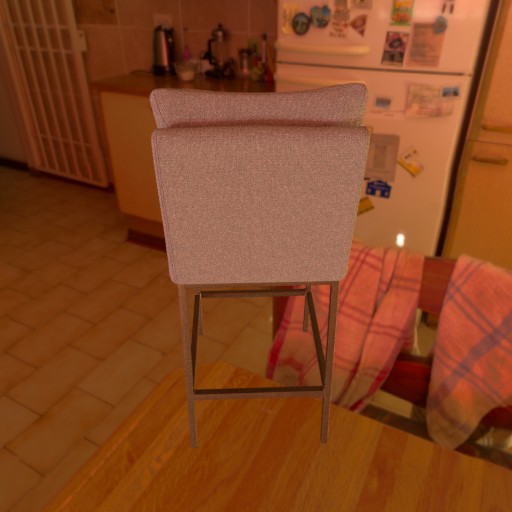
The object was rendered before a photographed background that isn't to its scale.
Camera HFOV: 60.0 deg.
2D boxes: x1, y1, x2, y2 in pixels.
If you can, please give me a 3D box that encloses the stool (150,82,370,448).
[{"bbox_3d":[0.000,0.000,1.317,0.463,1.031,0.569,-1,31,-2],"label":"stool"}]
